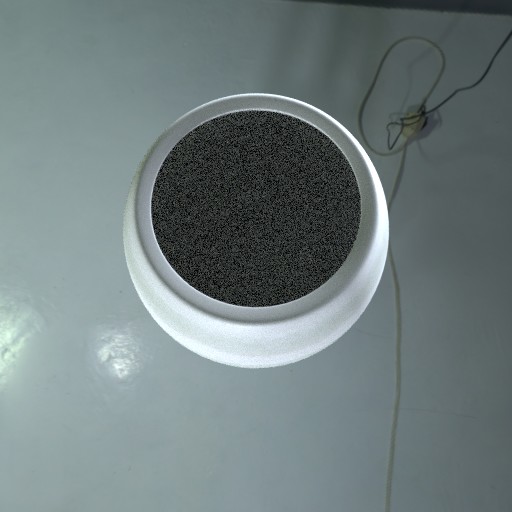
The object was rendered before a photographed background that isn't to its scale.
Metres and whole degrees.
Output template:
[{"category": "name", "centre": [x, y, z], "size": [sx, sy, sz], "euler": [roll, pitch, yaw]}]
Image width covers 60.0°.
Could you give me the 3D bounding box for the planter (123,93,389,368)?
[{"category": "planter", "centre": [0.000, 0.000, 0.329], "size": [0.161, 0.224, 0.161], "euler": [0, 76, 0]}]
